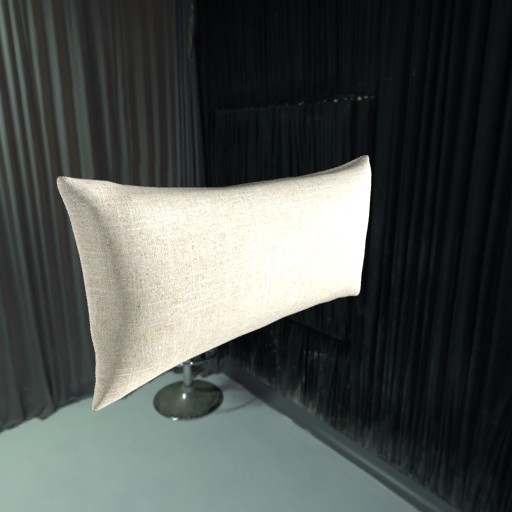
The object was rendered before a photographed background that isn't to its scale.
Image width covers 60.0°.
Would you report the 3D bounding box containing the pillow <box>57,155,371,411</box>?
[{"bbox_3d":[0.000,0.000,1.031,0.859,0.429,0.197,-14,21,-42],"label":"pillow"}]
